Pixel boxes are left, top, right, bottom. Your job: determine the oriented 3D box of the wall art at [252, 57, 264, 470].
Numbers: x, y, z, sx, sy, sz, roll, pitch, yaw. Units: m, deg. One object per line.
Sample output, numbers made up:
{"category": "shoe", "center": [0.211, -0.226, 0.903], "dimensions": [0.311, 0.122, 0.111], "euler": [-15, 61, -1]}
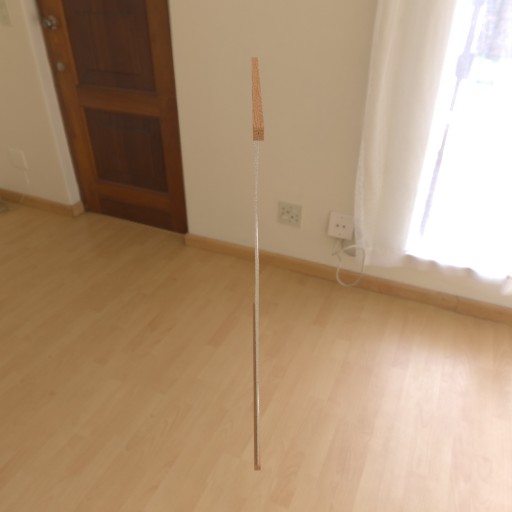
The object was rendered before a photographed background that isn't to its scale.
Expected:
{"category": "wall art", "center": [0.000, 0.000, 0.813], "dimensions": [0.011, 0.605, 0.458], "euler": [0, 32, -1]}
